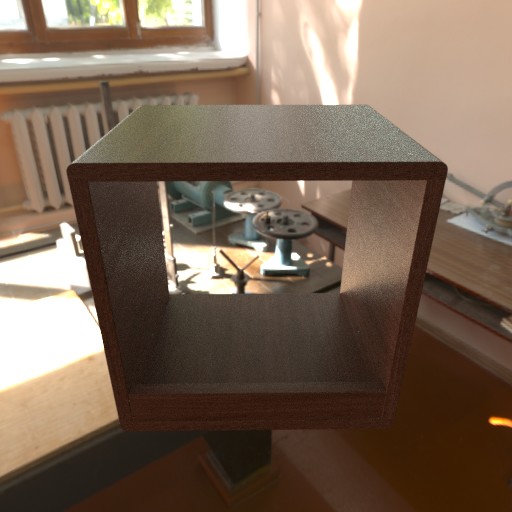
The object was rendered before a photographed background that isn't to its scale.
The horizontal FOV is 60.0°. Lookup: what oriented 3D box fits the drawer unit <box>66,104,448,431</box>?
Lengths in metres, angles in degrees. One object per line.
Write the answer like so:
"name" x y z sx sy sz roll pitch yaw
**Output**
"drawer unit" 0.000 0.000 0.612 0.349 0.351 0.290 0 29 -1
